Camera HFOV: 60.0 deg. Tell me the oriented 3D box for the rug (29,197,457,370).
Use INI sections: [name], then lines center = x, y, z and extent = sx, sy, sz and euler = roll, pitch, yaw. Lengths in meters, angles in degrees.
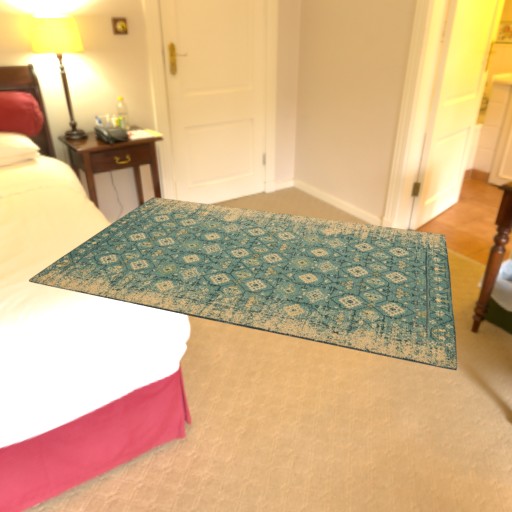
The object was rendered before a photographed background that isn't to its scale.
[rug]
center = 0.000, 0.000, 2.183
extent = 1.795, 0.008, 1.102
euler = 9, 30, 16
